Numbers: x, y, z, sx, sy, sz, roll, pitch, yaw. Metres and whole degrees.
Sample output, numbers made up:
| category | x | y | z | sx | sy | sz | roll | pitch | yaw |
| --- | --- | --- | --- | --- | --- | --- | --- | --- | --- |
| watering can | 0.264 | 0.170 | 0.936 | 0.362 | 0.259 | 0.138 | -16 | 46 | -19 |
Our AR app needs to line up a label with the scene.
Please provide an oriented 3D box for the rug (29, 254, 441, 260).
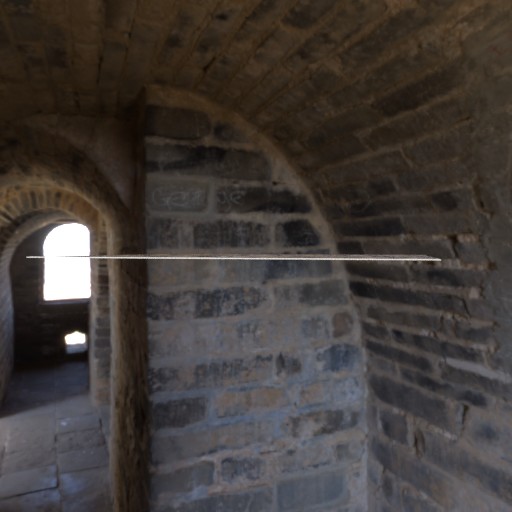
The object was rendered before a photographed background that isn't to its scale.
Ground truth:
| category | x | y | z | sx | sy | sz | roll | pitch | yaw |
| --- | --- | --- | --- | --- | --- | --- | --- | --- | --- |
| rug | 0.000 | 0.000 | 4.071 | 2.977 | 0.008 | 2.380 | 0 | 1 | 19 |
